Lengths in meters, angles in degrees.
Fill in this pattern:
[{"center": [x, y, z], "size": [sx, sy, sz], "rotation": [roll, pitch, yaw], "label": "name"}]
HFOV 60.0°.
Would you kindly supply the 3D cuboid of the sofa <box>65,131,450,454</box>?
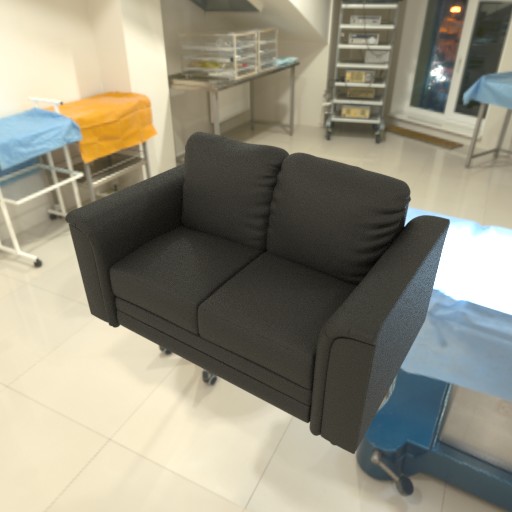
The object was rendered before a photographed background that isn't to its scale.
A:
[{"center": [0.000, 0.000, 1.972], "size": [1.386, 0.845, 0.887], "rotation": [19, 36, 28], "label": "sofa"}]
